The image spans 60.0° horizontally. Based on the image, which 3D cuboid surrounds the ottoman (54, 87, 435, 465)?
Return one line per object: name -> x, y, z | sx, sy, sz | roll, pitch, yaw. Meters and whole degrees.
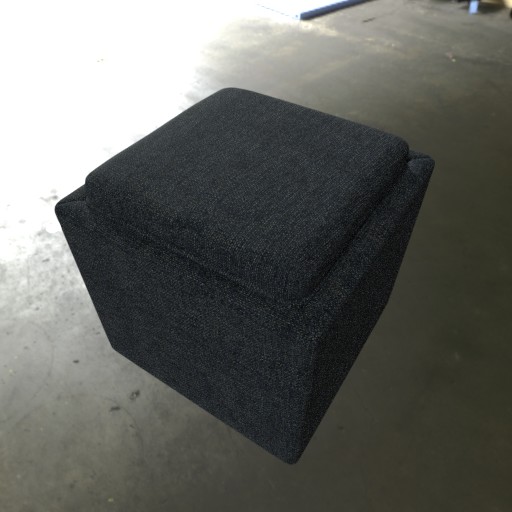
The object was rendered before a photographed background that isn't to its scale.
ottoman -> 0.000, 0.000, 0.828 | 0.450, 0.460, 0.450 | 25, 51, 22
